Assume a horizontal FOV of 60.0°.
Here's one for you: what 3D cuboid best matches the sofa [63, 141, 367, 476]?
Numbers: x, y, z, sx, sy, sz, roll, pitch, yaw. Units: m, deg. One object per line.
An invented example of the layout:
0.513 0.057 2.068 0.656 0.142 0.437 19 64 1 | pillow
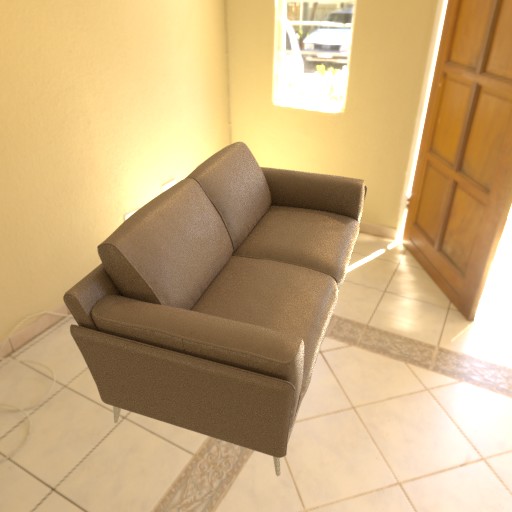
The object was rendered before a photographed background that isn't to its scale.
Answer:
0.000 0.000 2.671 1.049 0.930 2.101 10 33 17 | sofa
